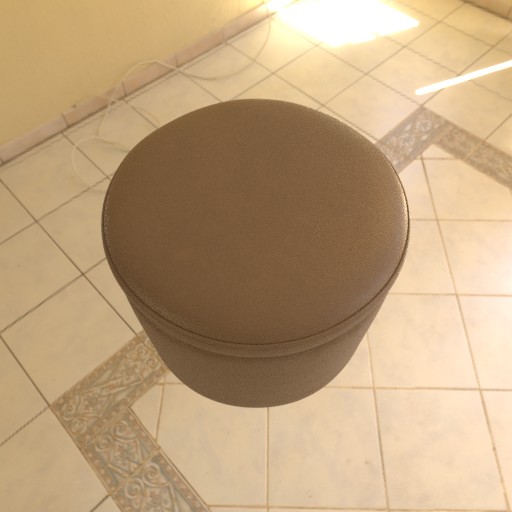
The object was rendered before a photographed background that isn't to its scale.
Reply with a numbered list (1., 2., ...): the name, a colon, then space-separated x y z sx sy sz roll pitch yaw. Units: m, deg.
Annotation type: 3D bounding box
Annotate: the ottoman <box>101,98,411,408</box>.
1. ottoman: 0.000 0.000 0.863 0.500 0.409 0.500 0 59 0
